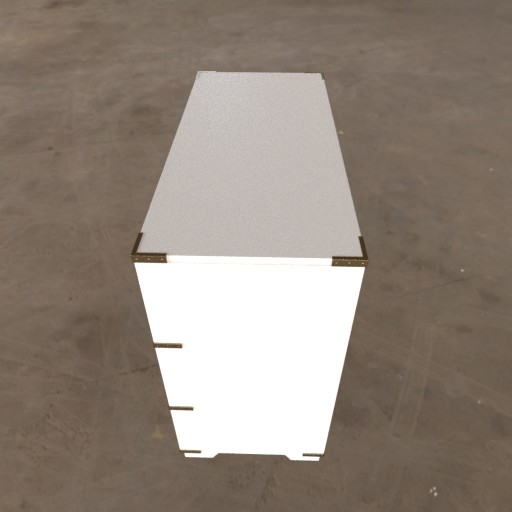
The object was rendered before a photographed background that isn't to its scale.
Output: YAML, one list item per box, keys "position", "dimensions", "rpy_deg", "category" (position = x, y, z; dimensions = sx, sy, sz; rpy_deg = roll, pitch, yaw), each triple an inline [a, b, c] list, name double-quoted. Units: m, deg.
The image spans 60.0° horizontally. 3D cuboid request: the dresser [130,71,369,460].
- position: [0.000, 0.000, 1.528]
  dimensions: [0.460, 0.891, 1.022]
  rpy_deg: [1, 41, 1]
  category: "dresser"
